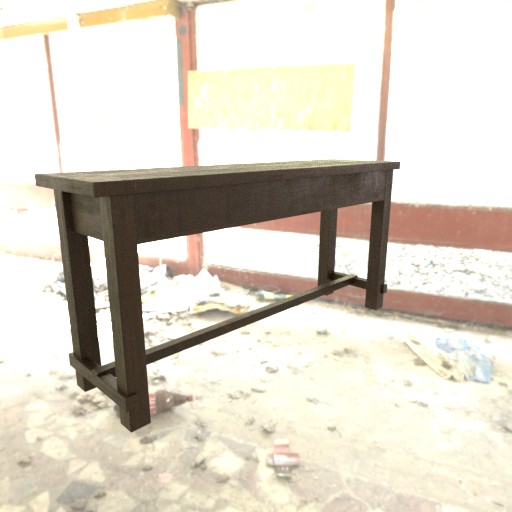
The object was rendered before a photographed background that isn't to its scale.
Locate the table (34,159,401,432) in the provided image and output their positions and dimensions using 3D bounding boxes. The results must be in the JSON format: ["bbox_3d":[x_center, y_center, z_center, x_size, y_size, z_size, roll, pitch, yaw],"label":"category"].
[{"bbox_3d":[0.000,0.000,1.910,1.599,0.762,0.442,-14,20,-43],"label":"table"}]
